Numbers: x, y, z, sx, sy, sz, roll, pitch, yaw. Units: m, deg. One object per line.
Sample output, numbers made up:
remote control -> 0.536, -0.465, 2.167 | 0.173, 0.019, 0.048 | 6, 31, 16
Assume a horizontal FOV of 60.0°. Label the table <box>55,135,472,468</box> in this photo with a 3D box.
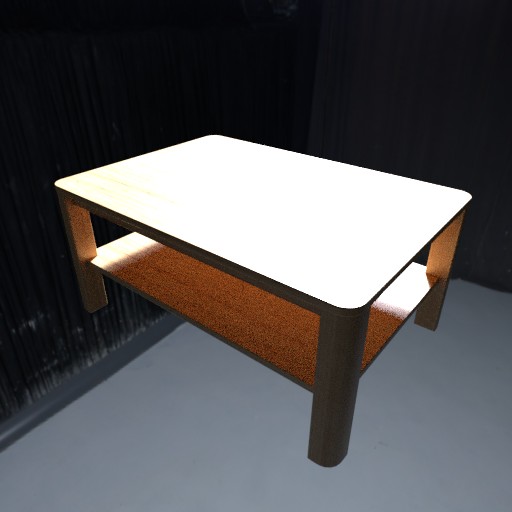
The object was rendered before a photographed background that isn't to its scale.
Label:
table -> 0.000, 0.000, 1.370 | 0.997, 0.445, 0.696 | 22, 37, 33
